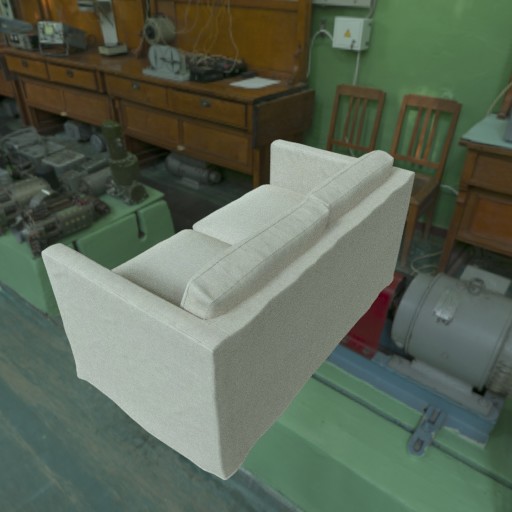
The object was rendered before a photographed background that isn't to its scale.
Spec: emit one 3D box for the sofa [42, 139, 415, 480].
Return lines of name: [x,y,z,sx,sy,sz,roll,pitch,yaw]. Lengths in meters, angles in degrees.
sofa: [0.000,0.000,2.262,0.962,0.835,1.719,22,39,30]
